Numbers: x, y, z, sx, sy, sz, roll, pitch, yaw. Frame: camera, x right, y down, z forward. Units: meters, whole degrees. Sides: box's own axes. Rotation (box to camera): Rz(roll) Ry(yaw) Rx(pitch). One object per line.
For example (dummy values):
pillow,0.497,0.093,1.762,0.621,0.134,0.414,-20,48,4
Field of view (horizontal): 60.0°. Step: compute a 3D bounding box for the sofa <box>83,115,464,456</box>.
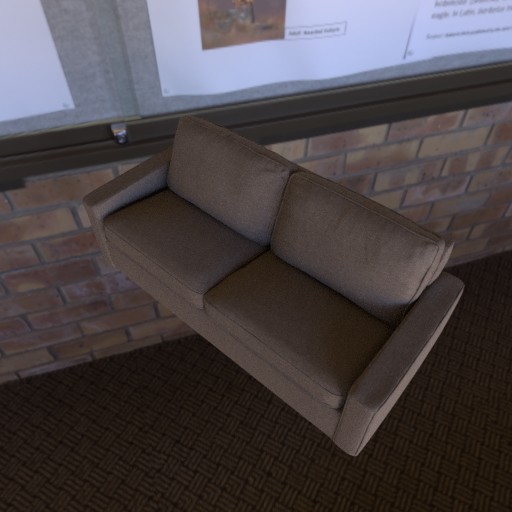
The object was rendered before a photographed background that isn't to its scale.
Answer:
sofa,0.000,0.000,2.573,2.080,0.919,0.940,32,55,26
